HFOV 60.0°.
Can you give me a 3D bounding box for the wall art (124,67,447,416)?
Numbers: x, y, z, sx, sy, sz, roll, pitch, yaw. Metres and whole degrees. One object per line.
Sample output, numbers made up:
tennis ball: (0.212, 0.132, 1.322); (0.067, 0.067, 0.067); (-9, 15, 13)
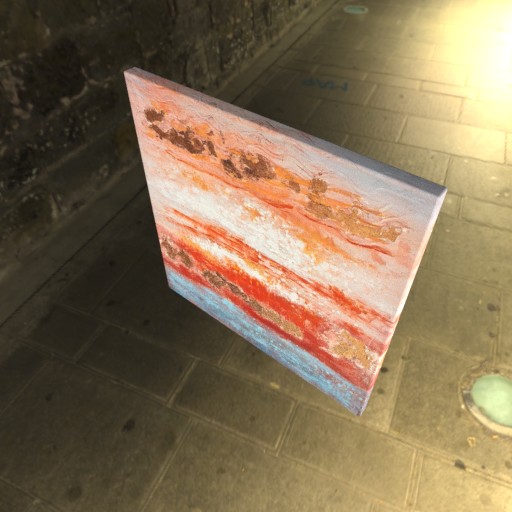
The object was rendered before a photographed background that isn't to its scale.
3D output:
wall art: (0.000, 0.000, 1.114); (0.747, 0.747, 0.035); (30, 52, 26)
